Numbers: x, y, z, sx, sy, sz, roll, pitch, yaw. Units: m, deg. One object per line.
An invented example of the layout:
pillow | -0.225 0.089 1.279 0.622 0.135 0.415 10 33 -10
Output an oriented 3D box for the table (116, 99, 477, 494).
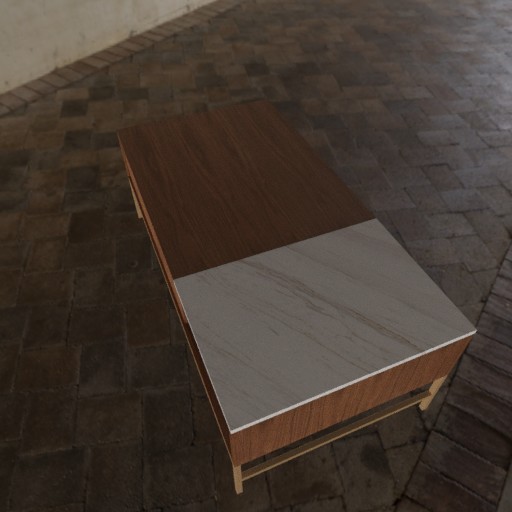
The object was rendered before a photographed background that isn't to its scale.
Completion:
table | 0.000 0.000 1.918 0.789 0.551 1.553 -17 49 -15
